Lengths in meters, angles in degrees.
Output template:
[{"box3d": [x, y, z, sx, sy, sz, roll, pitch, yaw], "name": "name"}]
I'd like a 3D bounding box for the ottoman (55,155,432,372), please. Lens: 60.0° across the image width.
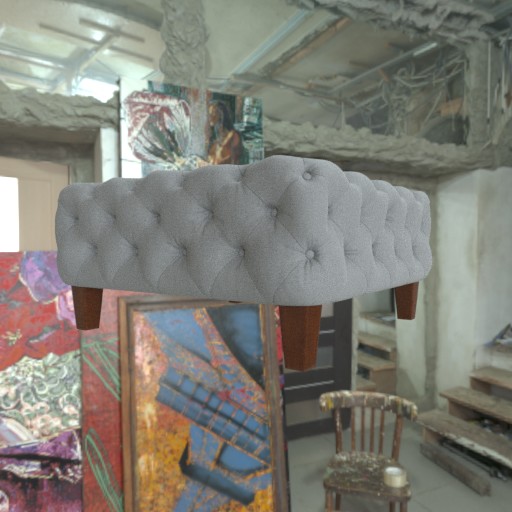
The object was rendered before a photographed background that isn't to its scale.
[{"box3d": [0.000, 0.000, 1.432, 0.911, 0.439, 0.917, 1, 2, 35], "name": "ottoman"}]
